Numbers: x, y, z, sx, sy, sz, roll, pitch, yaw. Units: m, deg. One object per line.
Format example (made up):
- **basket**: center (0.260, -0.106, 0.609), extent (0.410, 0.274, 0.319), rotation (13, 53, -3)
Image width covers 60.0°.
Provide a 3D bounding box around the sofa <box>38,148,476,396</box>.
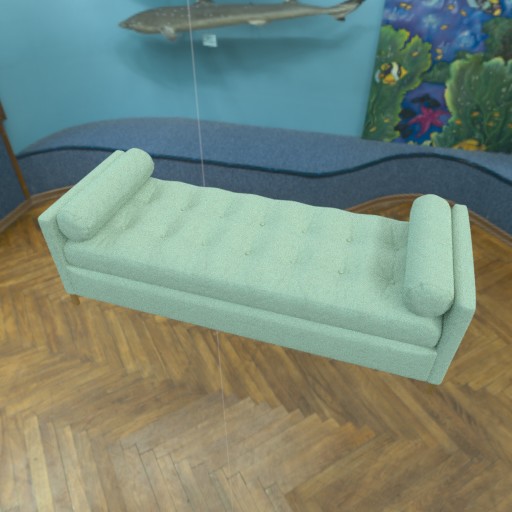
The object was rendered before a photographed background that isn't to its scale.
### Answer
- **sofa**: center (0.000, 0.000, 2.461), extent (2.102, 0.705, 0.796), rotation (11, 42, 13)
